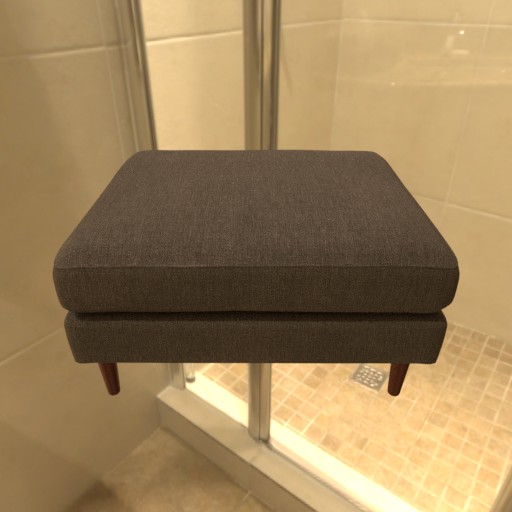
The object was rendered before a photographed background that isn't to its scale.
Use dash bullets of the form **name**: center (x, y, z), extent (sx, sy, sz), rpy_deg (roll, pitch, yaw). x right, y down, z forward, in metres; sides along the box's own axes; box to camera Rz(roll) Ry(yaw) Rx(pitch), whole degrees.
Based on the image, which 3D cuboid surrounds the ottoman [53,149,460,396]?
- **ottoman**: center (0.000, 0.000, 1.236), extent (0.821, 0.474, 0.693), rpy_deg (0, 31, 0)
